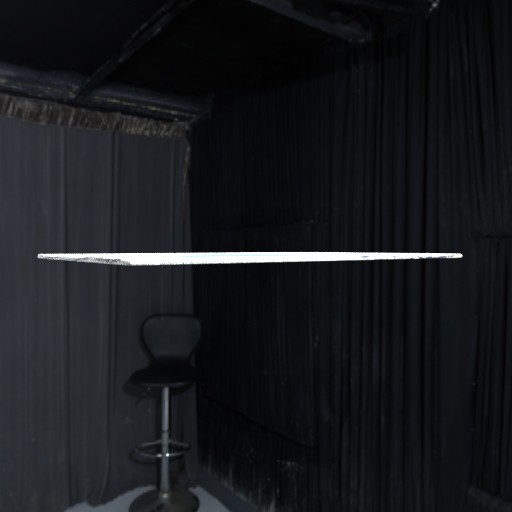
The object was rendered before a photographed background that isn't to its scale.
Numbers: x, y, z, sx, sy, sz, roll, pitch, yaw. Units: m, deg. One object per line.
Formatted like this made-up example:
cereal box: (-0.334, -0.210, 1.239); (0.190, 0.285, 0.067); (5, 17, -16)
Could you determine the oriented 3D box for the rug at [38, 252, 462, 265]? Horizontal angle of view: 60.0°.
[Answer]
rug: (0.000, 0.000, 2.312); (1.847, 0.020, 1.238); (-1, 1, -37)
